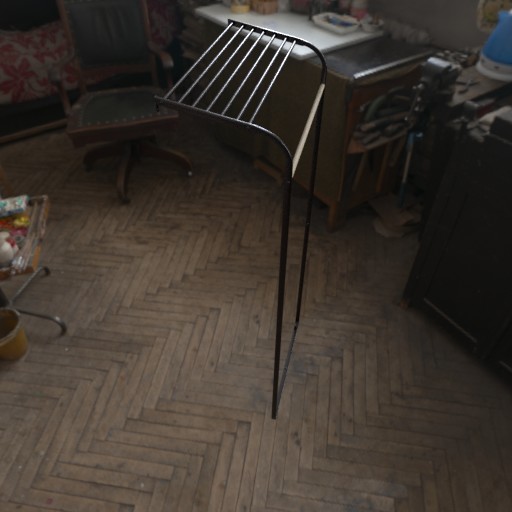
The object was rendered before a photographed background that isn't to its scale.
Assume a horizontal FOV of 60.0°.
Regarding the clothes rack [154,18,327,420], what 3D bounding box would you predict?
[{"bbox_3d":[0.000,0.000,1.797,0.349,1.574,0.609,10,46,10],"label":"clothes rack"}]
